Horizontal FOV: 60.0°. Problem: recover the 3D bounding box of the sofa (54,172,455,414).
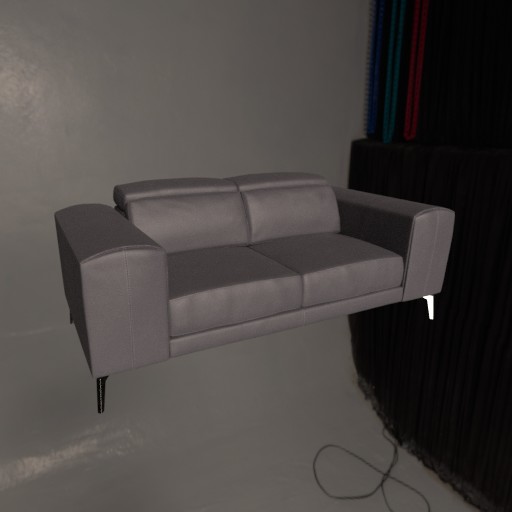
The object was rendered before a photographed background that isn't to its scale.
[{"bbox_3d":[0.000,0.000,2.383,1.895,0.779,1.003,-9,19,-27],"label":"sofa"}]
